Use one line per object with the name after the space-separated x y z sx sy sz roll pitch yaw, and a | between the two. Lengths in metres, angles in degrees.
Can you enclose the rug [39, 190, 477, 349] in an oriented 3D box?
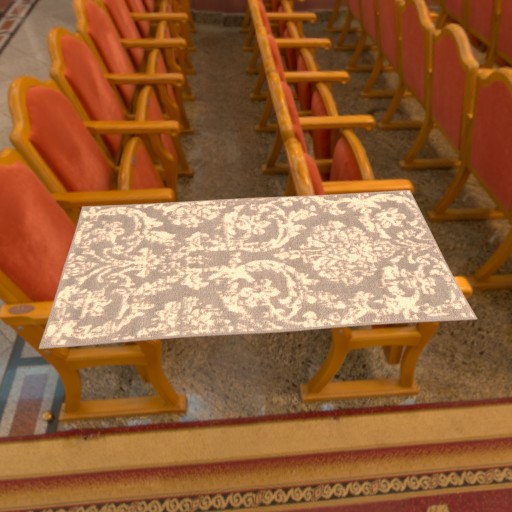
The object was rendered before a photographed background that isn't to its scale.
0.000 0.000 1.434 1.219 0.007 0.604 -3 46 -3 | rug
